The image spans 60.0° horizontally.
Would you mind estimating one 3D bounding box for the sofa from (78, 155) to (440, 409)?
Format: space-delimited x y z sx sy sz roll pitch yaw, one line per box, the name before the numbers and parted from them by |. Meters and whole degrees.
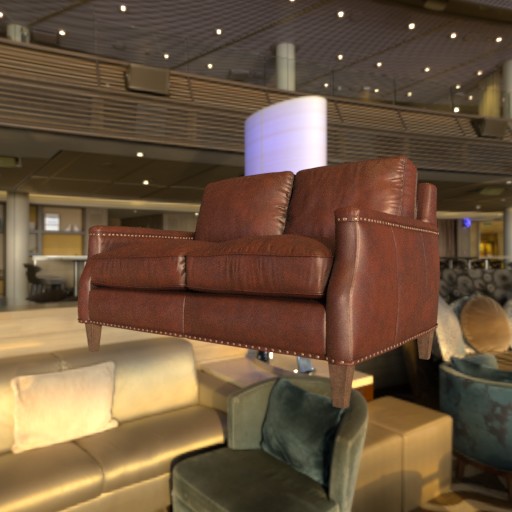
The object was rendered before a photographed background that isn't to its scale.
sofa | 0.000 0.000 2.283 1.628 1.003 1.083 0 0 38
